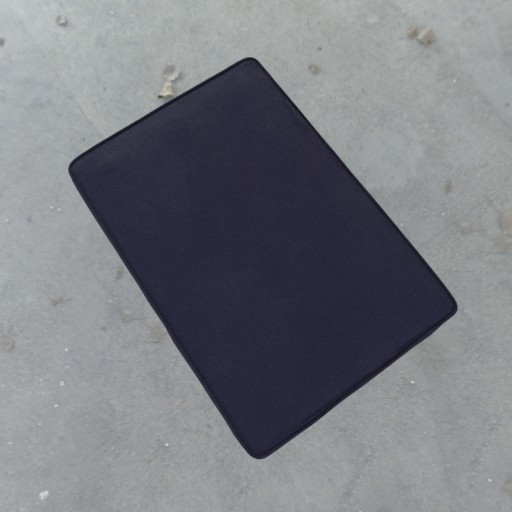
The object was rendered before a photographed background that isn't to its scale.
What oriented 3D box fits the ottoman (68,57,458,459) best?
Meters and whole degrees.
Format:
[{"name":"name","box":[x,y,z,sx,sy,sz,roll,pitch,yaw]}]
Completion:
[{"name":"ottoman","box":[0.000,0.000,1.322,0.637,0.503,0.938,-34,77,-9]}]
